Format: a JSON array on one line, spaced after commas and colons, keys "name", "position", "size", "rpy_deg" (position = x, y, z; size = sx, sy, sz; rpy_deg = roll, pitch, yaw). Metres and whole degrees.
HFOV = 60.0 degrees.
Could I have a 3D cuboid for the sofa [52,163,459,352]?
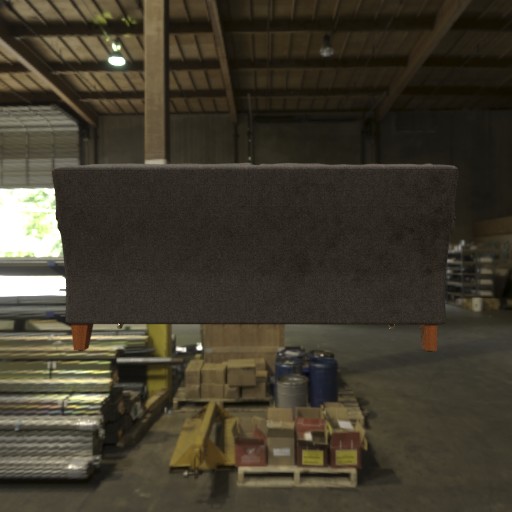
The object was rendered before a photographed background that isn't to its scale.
[{"name": "sofa", "position": [0.000, 0.000, 2.800], "size": [2.160, 1.054, 1.087], "rpy_deg": [0, 0, 1]}]
